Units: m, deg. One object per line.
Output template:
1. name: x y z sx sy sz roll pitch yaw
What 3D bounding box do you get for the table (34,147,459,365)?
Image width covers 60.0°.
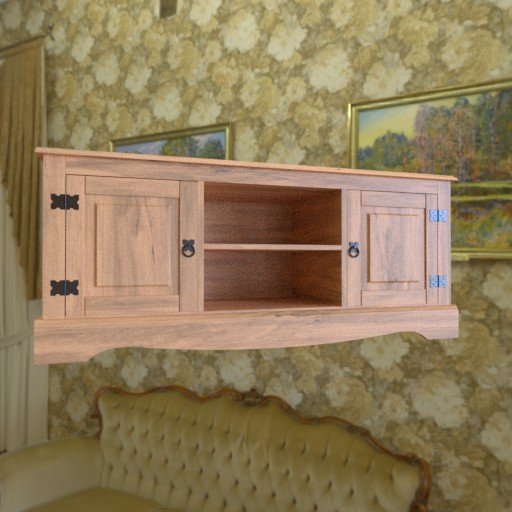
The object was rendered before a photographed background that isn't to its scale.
1. table: 0.000 0.000 1.394 1.200 0.510 0.400 0 -1 -17
